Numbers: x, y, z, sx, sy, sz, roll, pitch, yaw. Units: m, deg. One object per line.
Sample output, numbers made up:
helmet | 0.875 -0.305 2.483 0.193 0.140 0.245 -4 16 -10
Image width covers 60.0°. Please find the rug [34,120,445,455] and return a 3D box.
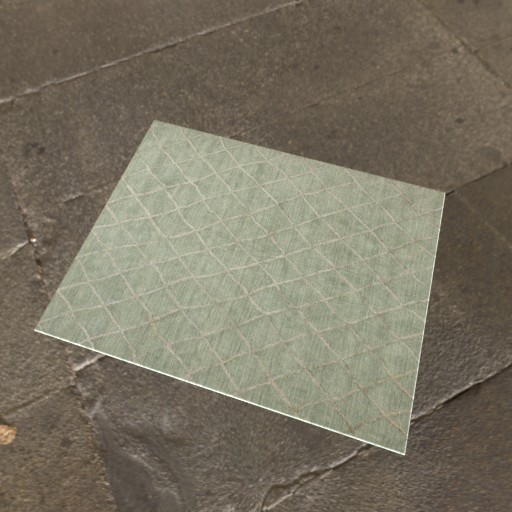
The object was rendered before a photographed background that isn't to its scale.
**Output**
rug | 0.000 0.000 3.943 3.039 0.019 2.420 16 64 8
